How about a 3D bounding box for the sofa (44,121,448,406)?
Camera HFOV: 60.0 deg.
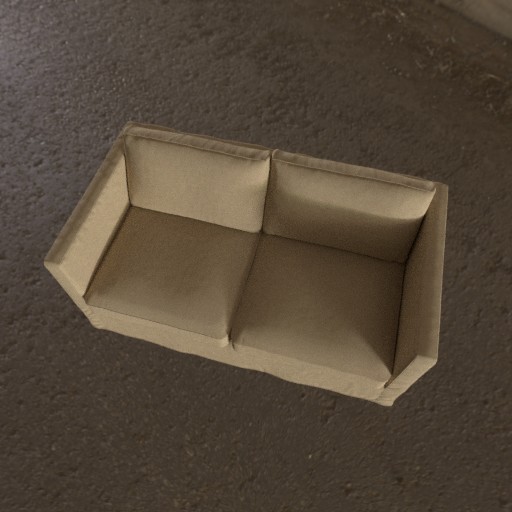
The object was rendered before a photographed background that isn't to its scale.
[{"bbox_3d":[0.000,0.000,2.277,1.719,0.835,0.962,13,60,8],"label":"sofa"}]
